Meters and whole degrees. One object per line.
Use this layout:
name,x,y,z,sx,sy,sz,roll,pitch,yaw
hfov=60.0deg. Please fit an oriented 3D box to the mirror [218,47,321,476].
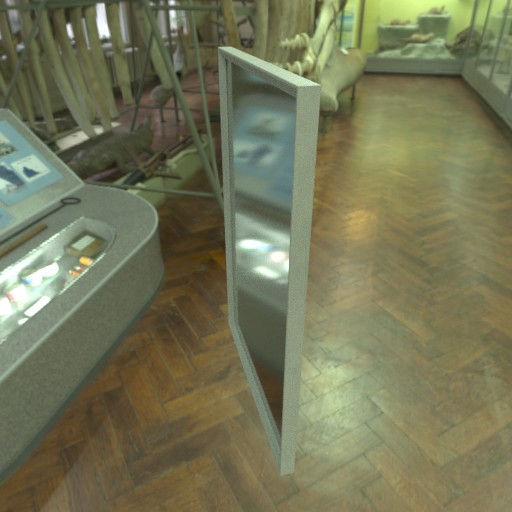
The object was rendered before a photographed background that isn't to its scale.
mirror,0.000,0.000,1.127,0.041,0.915,0.609,-8,31,-13
